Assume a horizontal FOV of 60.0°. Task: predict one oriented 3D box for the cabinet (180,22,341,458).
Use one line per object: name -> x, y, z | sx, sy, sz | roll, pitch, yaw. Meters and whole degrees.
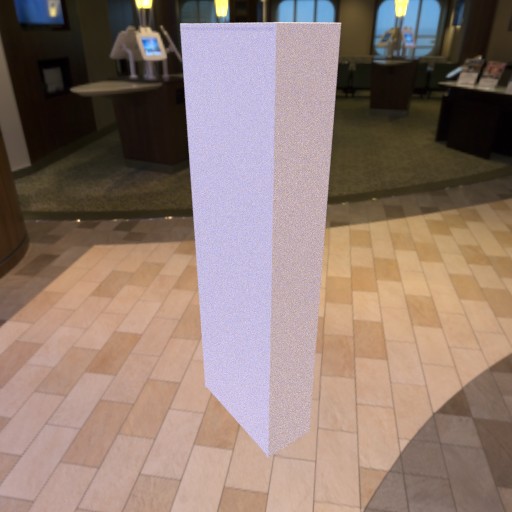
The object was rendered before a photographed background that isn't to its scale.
cabinet -> 0.000, 0.000, 1.754 | 0.255, 1.630, 0.520 | -19, 33, -32
